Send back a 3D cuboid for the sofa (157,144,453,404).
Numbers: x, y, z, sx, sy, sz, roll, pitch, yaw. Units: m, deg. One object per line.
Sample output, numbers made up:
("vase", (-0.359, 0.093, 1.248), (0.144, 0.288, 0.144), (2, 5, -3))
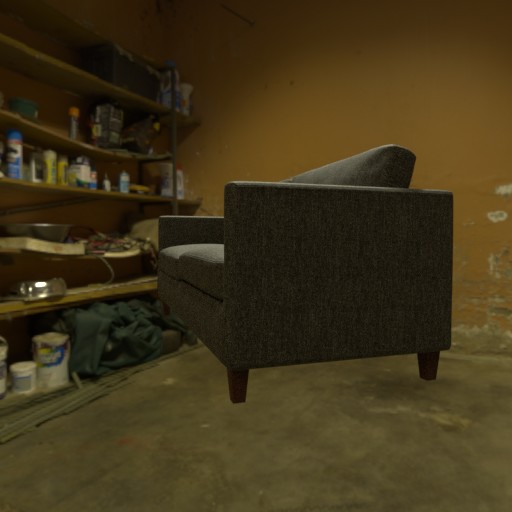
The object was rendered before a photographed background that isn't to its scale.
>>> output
("sofa", (0.000, 0.000, 2.634), (0.948, 0.960, 2.208), (-1, 2, -18))
